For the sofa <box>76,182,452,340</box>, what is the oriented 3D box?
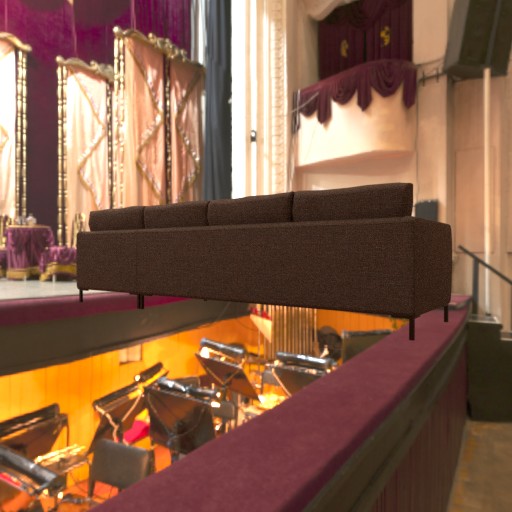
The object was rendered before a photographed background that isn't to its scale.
[{"bbox_3d":[0.000,0.000,3.882,3.221,0.892,1.483,0,1,36],"label":"sofa"}]
